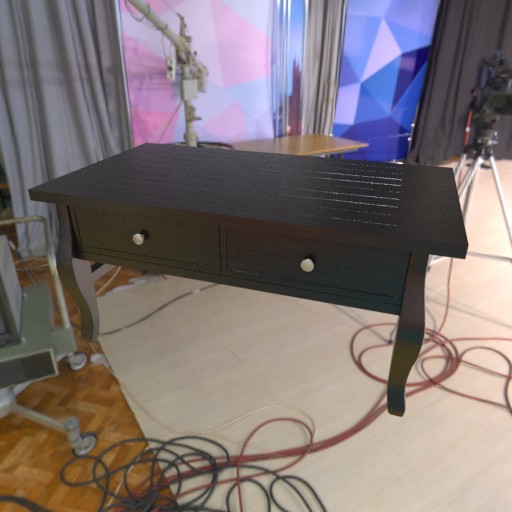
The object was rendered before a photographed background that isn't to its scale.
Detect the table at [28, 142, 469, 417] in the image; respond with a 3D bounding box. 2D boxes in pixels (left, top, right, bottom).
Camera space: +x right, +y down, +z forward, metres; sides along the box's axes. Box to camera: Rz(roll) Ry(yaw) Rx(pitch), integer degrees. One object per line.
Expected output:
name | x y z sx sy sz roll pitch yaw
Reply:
table | 0.000 0.000 1.362 1.062 0.494 0.600 9 28 17
